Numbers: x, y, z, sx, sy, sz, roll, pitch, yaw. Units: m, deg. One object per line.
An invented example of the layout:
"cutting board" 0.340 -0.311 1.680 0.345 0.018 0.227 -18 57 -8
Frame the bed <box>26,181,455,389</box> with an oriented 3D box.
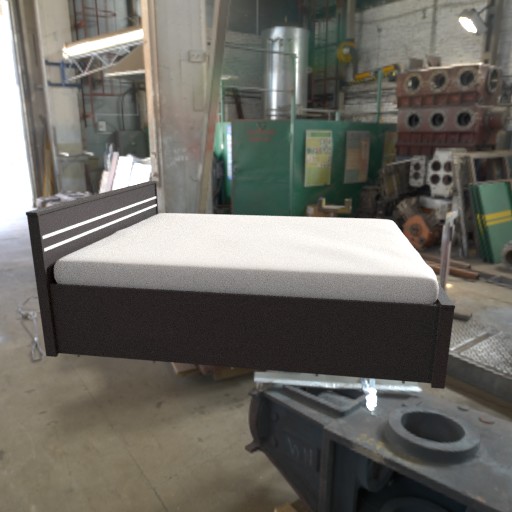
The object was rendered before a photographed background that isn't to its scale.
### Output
"bed" 0.000 0.000 2.970 2.103 0.808 1.634 2 15 9
